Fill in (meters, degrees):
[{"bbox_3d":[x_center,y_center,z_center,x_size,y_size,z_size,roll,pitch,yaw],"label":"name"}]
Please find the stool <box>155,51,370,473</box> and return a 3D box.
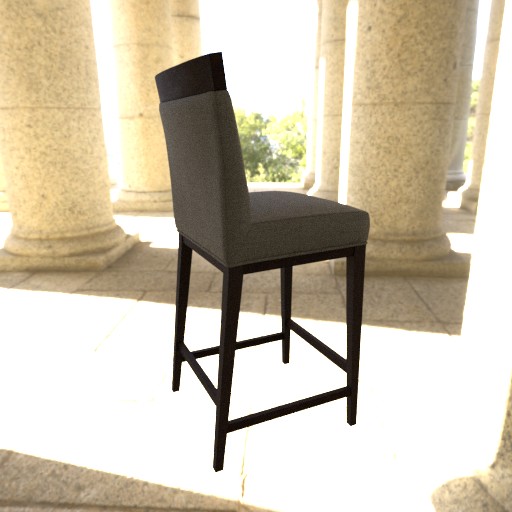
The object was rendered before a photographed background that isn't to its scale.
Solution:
[{"bbox_3d":[0.000,0.000,1.432,0.531,1.117,0.511,-7,18,-25],"label":"stool"}]
